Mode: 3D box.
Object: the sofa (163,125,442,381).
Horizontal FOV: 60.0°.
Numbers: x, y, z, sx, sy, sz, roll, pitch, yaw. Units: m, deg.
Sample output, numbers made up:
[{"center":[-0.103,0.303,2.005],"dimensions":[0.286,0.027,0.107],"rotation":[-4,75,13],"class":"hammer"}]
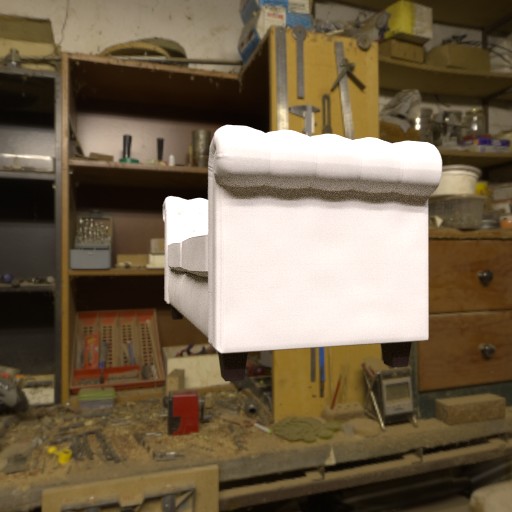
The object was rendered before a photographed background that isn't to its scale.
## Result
[{"center":[0.000,0.000,2.217],"dimensions":[0.771,0.796,1.798],"rotation":[0,0,-17],"class":"sofa"}]
